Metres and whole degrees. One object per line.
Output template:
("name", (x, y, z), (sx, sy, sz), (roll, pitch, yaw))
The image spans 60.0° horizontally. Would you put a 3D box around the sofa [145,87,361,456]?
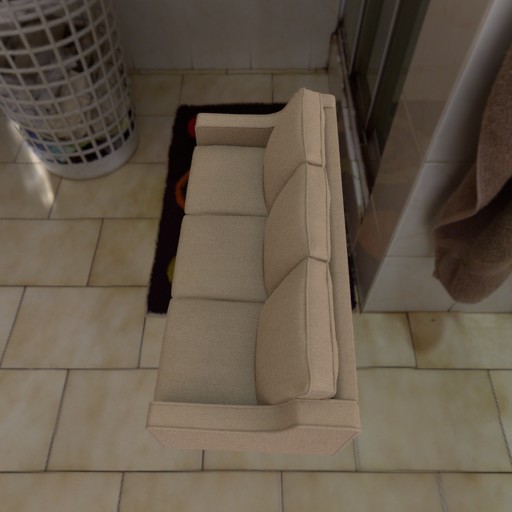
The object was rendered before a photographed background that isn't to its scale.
("sofa", (0.000, 0.000, 2.535), (0.911, 0.974, 1.986), (2, 58, 1))
